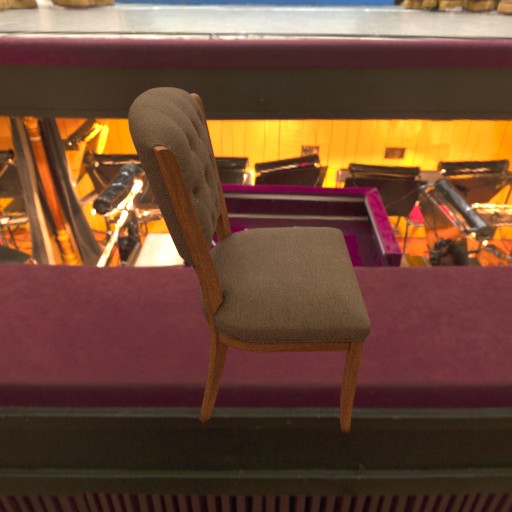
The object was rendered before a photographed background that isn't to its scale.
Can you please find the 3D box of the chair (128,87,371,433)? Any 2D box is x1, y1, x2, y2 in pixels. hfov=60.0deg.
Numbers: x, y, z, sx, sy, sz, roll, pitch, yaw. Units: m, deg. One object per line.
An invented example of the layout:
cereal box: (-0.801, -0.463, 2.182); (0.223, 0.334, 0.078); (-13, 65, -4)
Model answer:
chair: (0.000, 0.000, 1.287); (0.584, 0.905, 0.513); (0, 32, 1)
